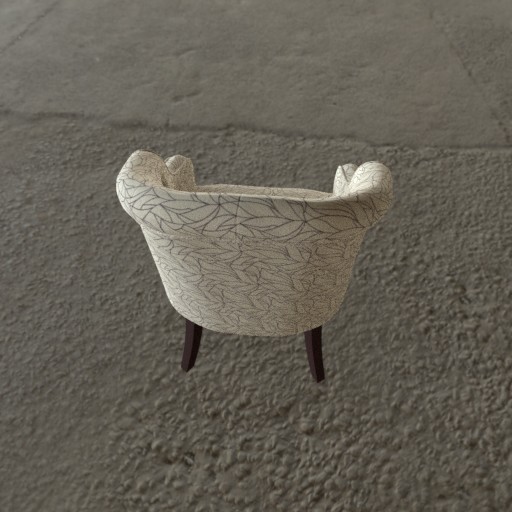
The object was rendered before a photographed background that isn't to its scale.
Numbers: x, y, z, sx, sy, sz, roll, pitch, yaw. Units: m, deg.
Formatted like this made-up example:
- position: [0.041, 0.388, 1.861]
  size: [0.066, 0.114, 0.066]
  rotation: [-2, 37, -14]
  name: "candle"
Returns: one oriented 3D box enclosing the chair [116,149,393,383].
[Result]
- position: [0.000, 0.000, 1.322]
  size: [0.686, 0.858, 0.613]
  rotation: [4, 47, 3]
  name: "chair"
